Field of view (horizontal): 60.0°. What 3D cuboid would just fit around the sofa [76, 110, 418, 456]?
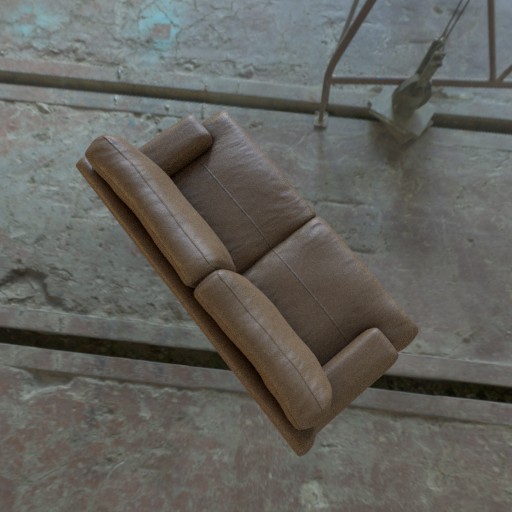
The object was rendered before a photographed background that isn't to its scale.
[{"bbox_3d":[0.000,0.000,2.505,0.962,0.980,1.855,-38,79,-9],"label":"sofa"}]
